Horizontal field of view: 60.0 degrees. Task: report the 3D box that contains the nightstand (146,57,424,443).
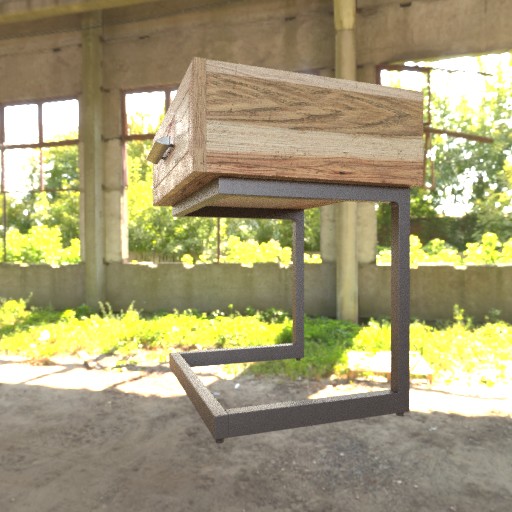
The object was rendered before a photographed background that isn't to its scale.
[{"bbox_3d":[0.000,0.000,1.029,0.481,0.632,0.558,0,0,-20],"label":"nightstand"}]
